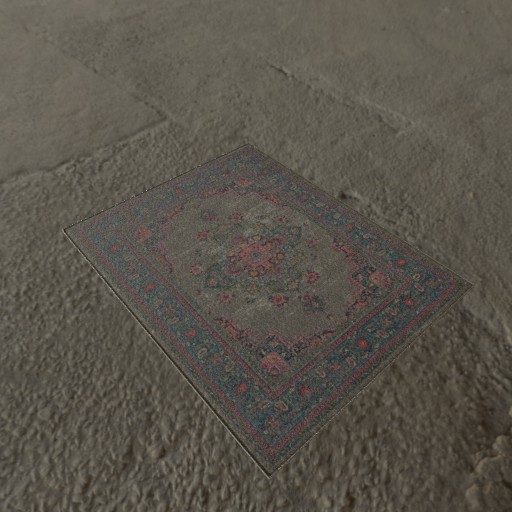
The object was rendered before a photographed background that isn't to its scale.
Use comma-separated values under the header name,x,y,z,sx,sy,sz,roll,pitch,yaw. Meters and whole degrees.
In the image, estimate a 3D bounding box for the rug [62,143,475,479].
name,x,y,z,sx,sy,sz,roll,pitch,yaw
rug,0.000,0.000,4.127,2.434,0.013,3.057,-32,54,-27
